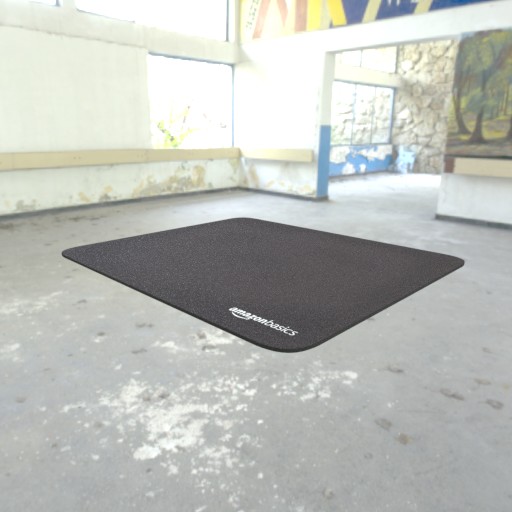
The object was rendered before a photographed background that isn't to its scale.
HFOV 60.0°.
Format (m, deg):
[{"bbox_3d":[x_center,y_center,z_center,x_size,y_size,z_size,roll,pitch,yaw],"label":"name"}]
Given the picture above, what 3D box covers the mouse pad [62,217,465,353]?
[{"bbox_3d":[0.000,0.000,0.344,0.249,0.002,0.211,15,22,42],"label":"mouse pad"}]
